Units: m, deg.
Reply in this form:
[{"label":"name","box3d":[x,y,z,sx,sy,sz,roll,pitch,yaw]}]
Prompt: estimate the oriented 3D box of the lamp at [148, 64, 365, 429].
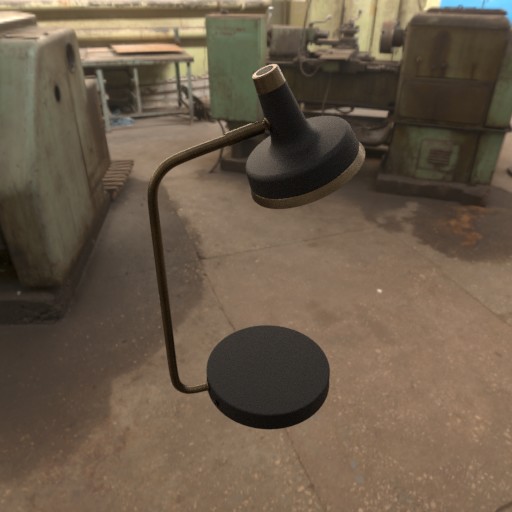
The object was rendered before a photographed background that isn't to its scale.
[{"label":"lamp","box3d":[0.000,0.000,0.483,0.218,0.385,0.162,-10,33,-16]}]
